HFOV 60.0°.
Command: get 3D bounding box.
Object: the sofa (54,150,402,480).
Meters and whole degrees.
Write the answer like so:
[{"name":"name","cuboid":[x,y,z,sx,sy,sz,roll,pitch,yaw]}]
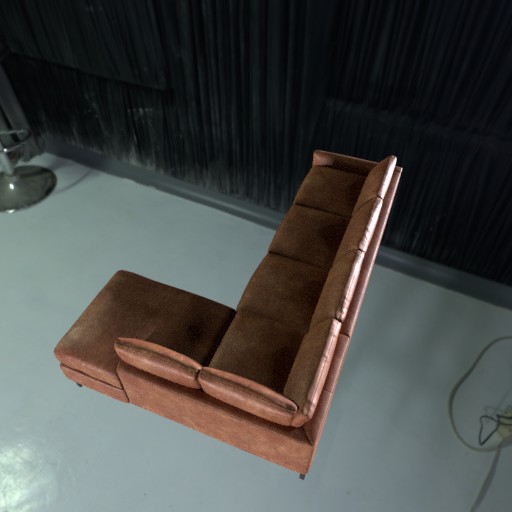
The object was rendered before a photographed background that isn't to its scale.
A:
[{"name":"sofa","cuboid":[0.000,0.000,3.875,1.938,0.877,2.984,17,49,15]}]
